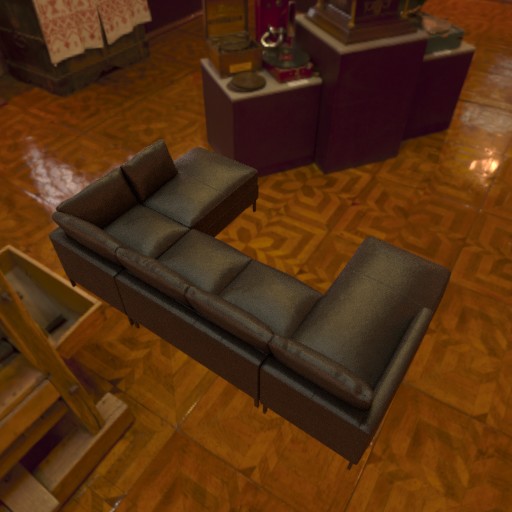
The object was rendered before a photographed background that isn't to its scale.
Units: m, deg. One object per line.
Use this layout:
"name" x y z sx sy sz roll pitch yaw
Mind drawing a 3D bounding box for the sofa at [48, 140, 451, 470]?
"sofa" 0.000 0.000 3.801 2.956 0.900 1.939 26 51 23
